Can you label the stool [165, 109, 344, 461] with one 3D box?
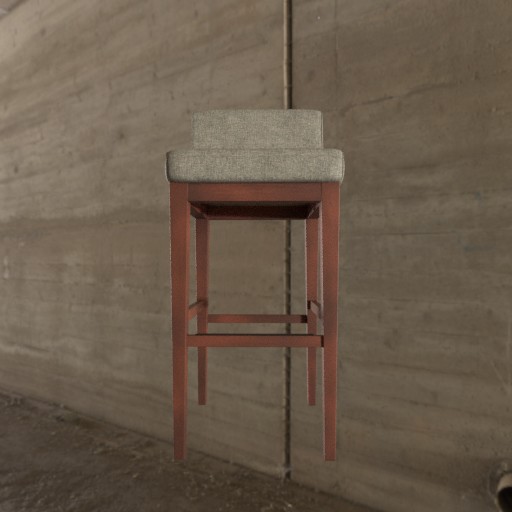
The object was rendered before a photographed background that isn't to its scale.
[{"bbox_3d":[0.000,0.000,1.264,0.426,0.965,0.499,0,0,1],"label":"stool"}]
